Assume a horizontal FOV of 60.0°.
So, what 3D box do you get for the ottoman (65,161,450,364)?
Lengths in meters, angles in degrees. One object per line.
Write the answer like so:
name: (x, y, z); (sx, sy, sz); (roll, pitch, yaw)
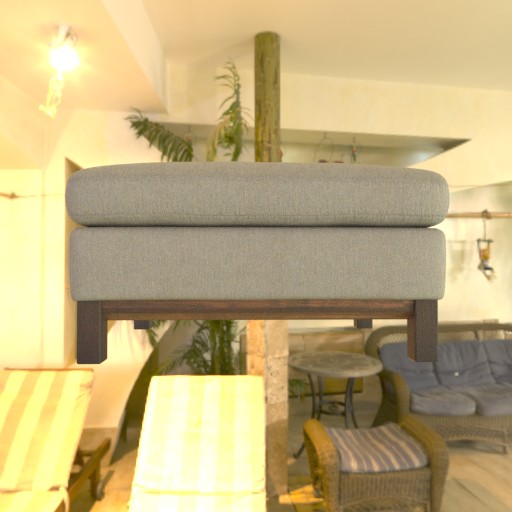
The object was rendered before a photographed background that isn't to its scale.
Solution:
ottoman: (0.000, 0.000, 1.054); (0.735, 0.404, 0.528); (0, -1, -2)
